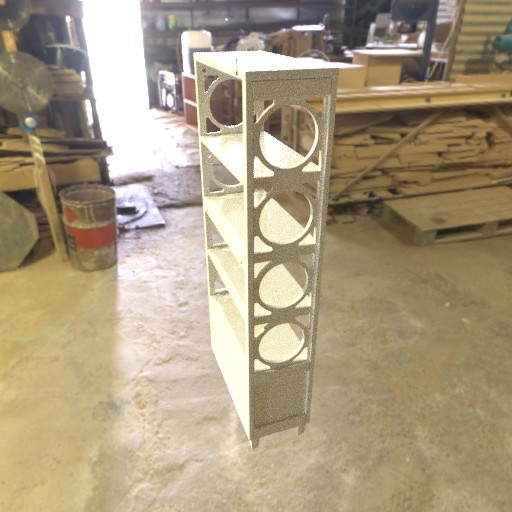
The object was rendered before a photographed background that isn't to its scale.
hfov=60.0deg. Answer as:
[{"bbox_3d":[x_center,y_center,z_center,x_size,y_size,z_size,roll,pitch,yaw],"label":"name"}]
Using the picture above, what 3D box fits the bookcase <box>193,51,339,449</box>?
[{"bbox_3d":[0.000,0.000,2.193,0.361,1.869,0.761,-10,30,-17],"label":"bookcase"}]
